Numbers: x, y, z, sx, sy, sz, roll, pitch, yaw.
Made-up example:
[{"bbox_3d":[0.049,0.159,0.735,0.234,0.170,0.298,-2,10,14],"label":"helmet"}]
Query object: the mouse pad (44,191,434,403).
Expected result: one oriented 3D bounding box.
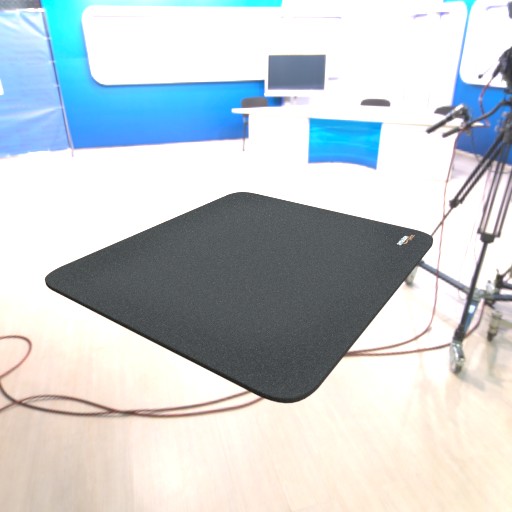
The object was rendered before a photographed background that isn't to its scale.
[{"bbox_3d":[0.000,0.000,0.328,0.203,0.003,0.229,18,32,31],"label":"mouse pad"}]
